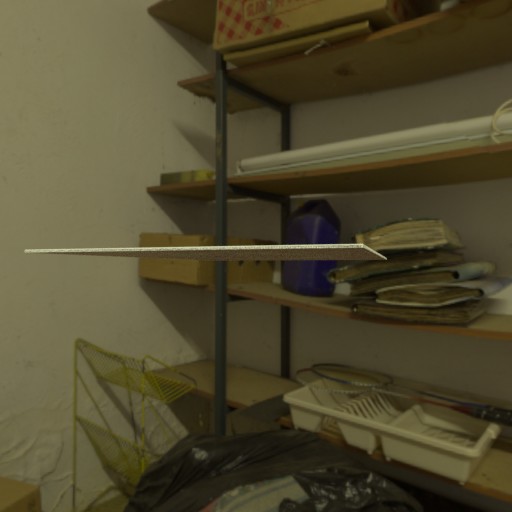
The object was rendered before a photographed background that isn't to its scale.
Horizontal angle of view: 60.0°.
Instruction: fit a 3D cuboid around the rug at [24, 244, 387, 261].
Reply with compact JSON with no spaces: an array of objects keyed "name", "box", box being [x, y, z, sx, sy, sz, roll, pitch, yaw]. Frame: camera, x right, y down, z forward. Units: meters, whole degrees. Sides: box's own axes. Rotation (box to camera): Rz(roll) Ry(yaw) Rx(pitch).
[{"name":"rug","box":[0.000,0.000,2.259,1.217,0.011,1.747,-1,-2,18]}]
